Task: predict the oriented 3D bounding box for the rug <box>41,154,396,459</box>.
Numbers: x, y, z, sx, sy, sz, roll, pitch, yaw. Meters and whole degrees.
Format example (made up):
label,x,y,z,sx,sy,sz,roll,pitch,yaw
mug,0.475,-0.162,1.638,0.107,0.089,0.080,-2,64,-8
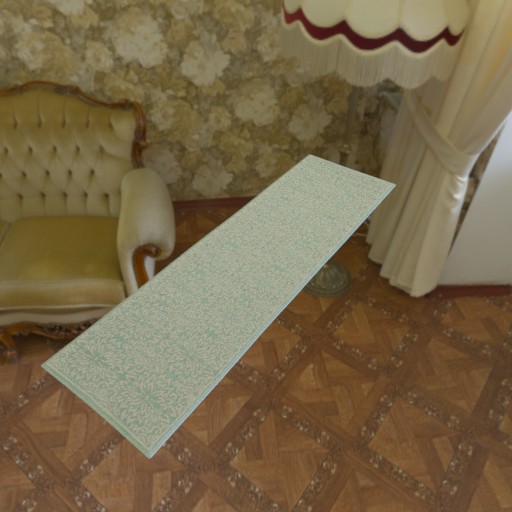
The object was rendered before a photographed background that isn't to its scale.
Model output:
label,x,y,z,sx,sy,sz,roll,pitch,yaw
rug,0.000,0.000,2.391,0.662,0.011,2.196,26,49,26
